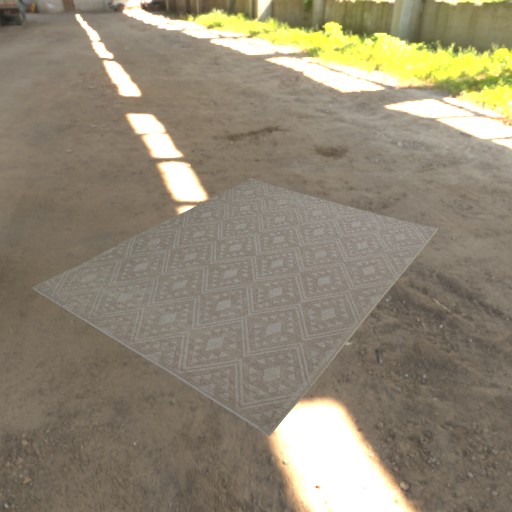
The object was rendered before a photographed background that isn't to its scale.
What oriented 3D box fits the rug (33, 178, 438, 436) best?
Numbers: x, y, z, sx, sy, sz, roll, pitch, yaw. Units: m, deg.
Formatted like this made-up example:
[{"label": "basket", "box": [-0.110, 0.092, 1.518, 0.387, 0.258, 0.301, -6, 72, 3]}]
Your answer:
[{"label": "rug", "box": [0.000, 0.000, 4.091, 2.399, 0.054, 3.011, 21, 37, 30]}]
